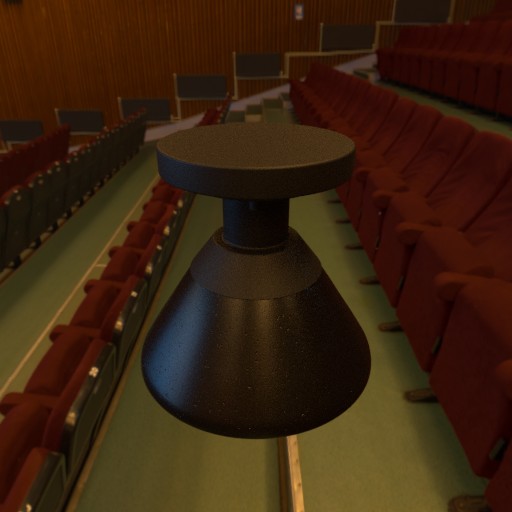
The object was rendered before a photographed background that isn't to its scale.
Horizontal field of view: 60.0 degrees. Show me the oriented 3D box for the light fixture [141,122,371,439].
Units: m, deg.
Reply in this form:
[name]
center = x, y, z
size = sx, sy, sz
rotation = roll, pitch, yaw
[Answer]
[light fixture]
center = 0.000, 0.000, 0.355
size = 0.200, 0.183, 0.200
rotation = 0, 27, 0
